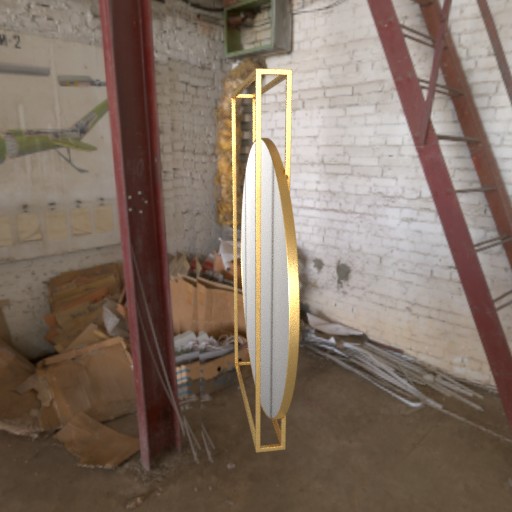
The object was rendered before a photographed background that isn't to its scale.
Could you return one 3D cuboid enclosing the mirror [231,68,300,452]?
[{"bbox_3d":[0.000,0.000,0.828,0.051,0.603,0.508,-2,14,-9],"label":"mirror"}]
